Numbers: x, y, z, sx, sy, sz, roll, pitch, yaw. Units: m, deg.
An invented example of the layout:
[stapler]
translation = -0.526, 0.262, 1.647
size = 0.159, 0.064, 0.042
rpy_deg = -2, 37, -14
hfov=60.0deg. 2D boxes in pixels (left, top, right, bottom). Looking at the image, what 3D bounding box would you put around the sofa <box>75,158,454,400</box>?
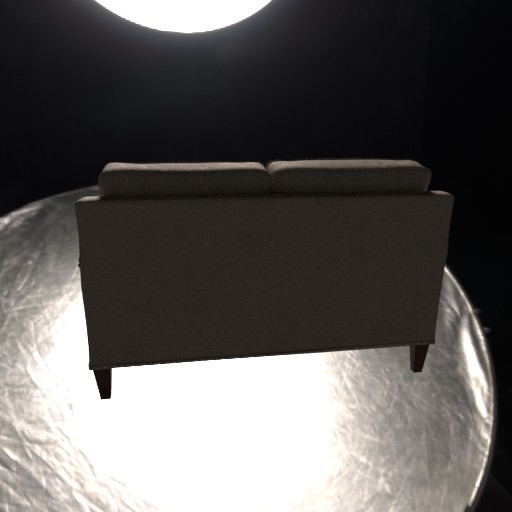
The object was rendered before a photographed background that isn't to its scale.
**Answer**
[sofa]
translation = 0.000, 0.000, 2.302
size = 1.597, 1.003, 1.084
rpy_deg = -2, 14, -9
